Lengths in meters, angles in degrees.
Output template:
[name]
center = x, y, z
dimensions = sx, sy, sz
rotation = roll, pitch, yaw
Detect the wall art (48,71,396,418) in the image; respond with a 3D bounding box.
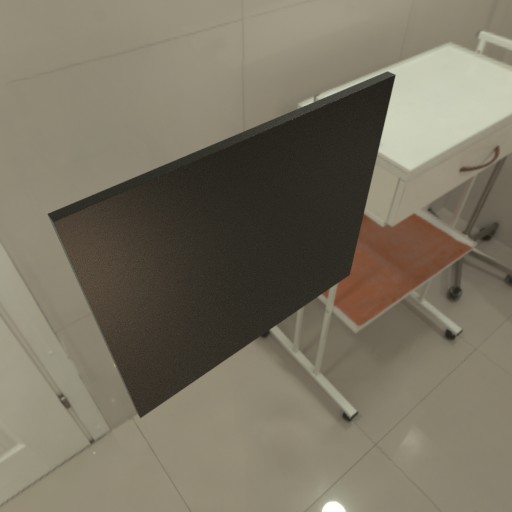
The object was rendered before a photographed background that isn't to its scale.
[wall art]
center = 0.000, 0.000, 0.524
dimensions = 0.383, 0.332, 0.012
rotation = -30, 53, -26
